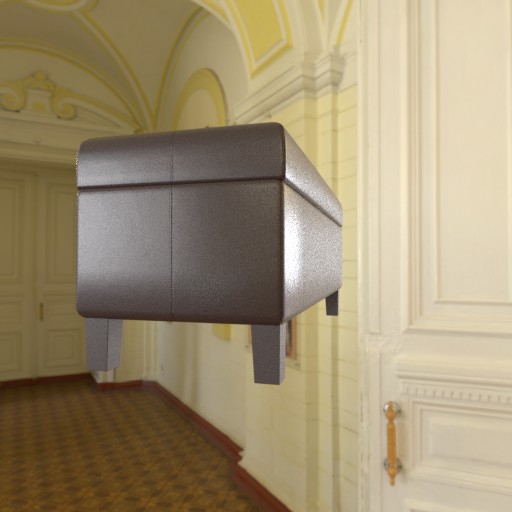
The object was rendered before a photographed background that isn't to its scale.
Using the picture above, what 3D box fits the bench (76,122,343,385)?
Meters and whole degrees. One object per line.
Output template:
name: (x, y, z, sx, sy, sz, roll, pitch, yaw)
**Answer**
bench: (0.000, 0.000, 1.322, 0.429, 0.457, 1.092, 0, -1, 16)
